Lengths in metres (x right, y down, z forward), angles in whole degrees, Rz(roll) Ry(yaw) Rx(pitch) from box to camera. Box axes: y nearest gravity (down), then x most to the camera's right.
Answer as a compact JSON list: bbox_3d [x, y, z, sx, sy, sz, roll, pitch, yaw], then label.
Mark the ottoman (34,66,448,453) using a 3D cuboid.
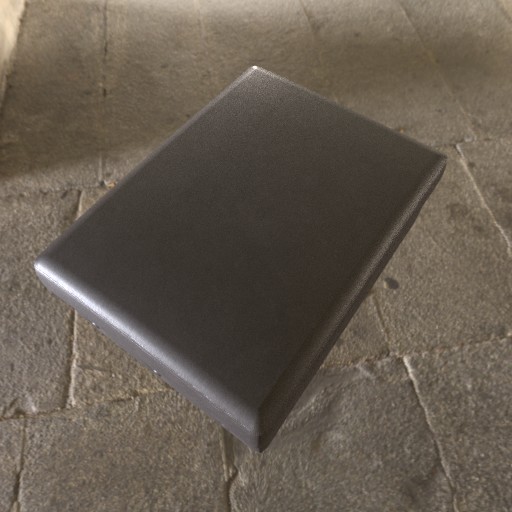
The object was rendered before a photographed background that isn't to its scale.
[{"bbox_3d":[0.000,0.000,1.162,0.590,0.498,0.795,32,64,17],"label":"ottoman"}]
